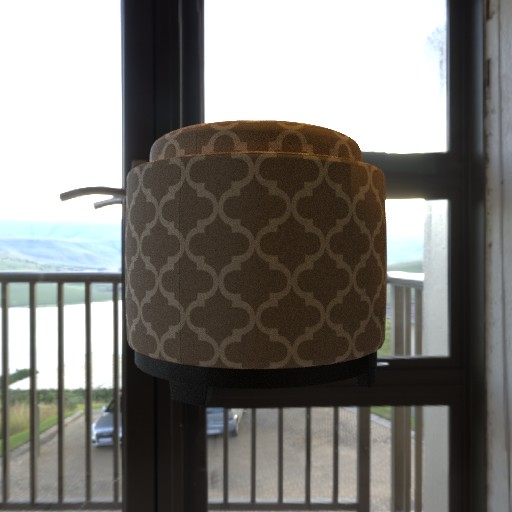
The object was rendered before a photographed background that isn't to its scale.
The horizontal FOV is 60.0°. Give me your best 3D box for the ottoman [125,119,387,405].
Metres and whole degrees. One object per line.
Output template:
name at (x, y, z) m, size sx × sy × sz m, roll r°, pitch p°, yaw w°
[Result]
ottoman at (0.000, 0.000, 0.846) m, size 0.480 × 0.429 × 0.480 m, roll 0°, pitch 0°, yaw 0°
